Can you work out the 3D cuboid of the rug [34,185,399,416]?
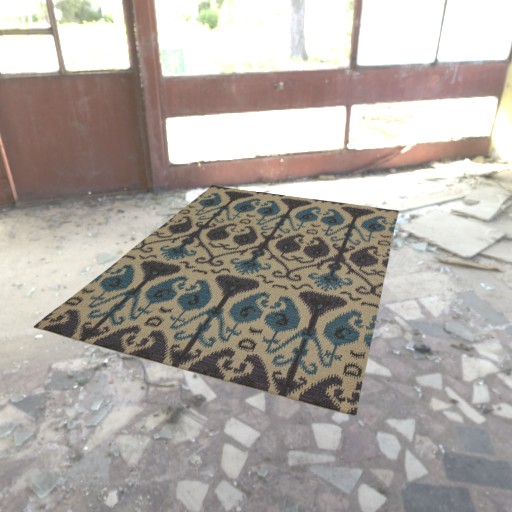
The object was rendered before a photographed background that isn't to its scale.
[{"bbox_3d":[0.000,0.000,4.313,2.443,0.024,3.228,10,31,17],"label":"rug"}]
